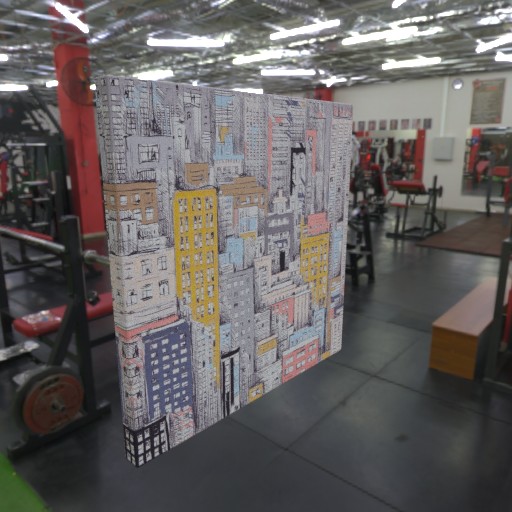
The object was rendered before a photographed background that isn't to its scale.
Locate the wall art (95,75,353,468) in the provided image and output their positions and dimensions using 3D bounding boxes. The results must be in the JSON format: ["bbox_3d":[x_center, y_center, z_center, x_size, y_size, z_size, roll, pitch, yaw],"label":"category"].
[{"bbox_3d":[0.000,0.000,1.104,0.048,0.762,0.761,13,19,42],"label":"wall art"}]
